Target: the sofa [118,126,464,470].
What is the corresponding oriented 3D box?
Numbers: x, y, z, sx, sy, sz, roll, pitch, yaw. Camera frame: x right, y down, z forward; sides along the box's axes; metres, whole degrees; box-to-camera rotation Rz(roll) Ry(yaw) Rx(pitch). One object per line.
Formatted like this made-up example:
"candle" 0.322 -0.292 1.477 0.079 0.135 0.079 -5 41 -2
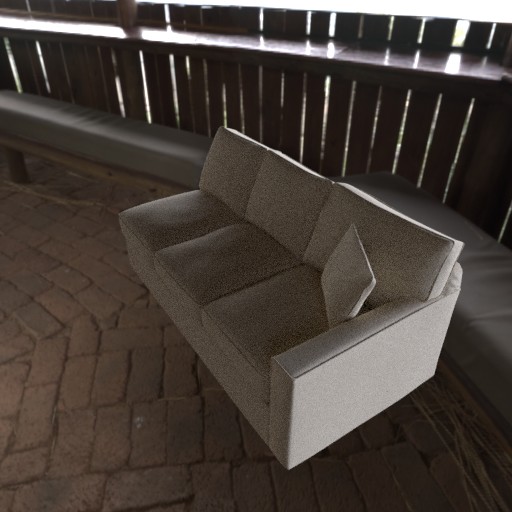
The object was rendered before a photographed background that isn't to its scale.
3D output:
"sofa" 0.000 0.000 2.599 1.034 0.946 1.963 -20 38 -28
